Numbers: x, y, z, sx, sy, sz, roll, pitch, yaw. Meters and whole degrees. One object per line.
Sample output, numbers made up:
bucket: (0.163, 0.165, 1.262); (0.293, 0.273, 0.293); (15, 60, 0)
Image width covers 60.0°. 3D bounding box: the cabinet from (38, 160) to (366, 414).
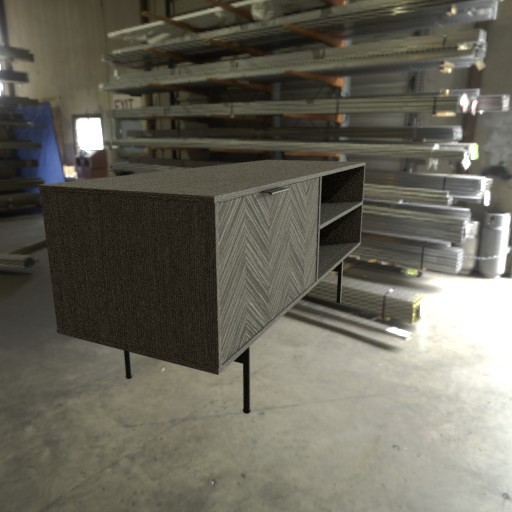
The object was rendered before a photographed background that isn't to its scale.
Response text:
cabinet: (0.000, 0.000, 1.571); (0.500, 0.599, 1.300); (7, 17, 25)
